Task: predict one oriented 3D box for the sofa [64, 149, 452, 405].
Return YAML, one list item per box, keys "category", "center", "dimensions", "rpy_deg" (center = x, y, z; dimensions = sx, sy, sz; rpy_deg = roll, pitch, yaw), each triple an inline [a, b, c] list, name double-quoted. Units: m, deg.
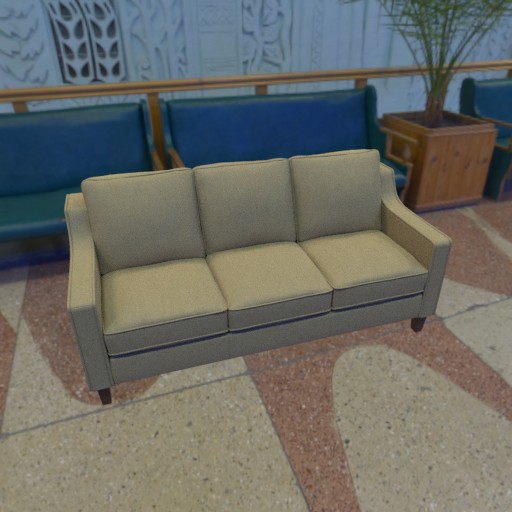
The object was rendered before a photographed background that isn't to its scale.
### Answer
- category: "sofa"
  center: [0.000, 0.000, 2.596]
  dimensions: [1.986, 0.974, 0.911]
  rpy_deg: [-9, 32, -15]
